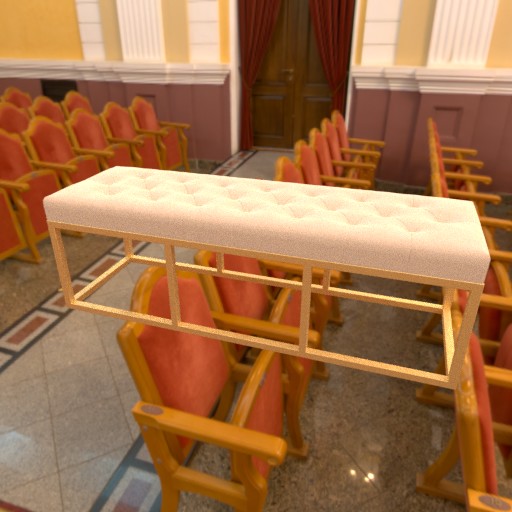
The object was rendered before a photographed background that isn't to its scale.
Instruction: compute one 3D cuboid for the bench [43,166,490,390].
[{"bbox_3d":[0.000,0.000,1.673,1.473,0.484,0.457,9,28,16],"label":"bench"}]
